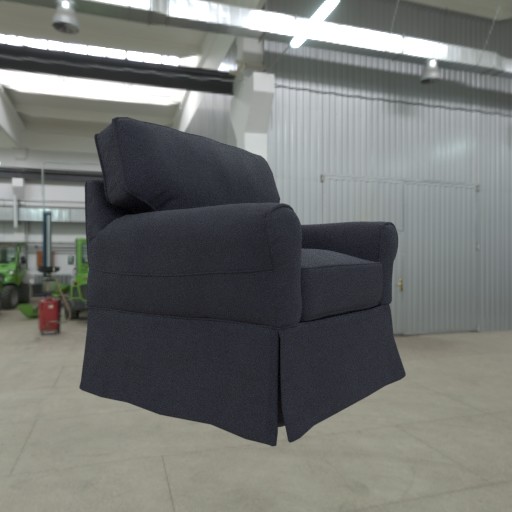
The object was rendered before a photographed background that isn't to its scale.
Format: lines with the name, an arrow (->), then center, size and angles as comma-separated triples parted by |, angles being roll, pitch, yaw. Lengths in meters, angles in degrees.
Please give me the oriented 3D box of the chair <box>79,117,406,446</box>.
chair -> 0.000, 0.000, 1.940 | 1.002, 1.140, 1.119 | 0, 0, 37
